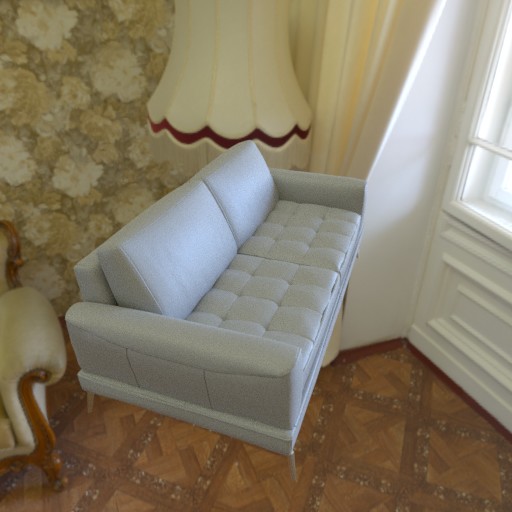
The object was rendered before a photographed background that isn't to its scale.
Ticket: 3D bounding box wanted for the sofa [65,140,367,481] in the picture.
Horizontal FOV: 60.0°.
[{"bbox_3d":[0.000,0.000,2.734,1.121,0.930,2.177,10,32,17],"label":"sofa"}]
